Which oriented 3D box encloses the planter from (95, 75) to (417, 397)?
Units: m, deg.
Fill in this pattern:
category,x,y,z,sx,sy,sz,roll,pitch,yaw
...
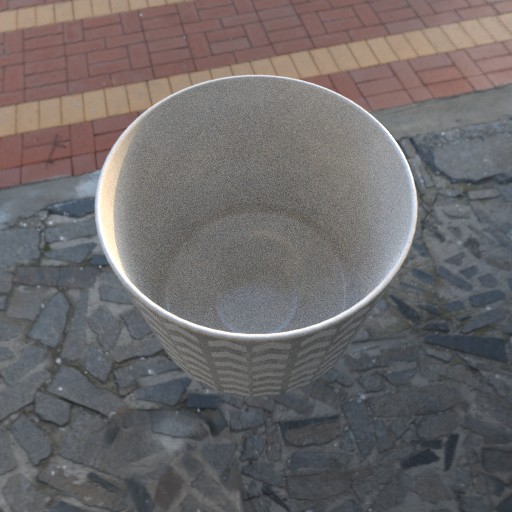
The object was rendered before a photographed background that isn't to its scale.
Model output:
category,x,y,z,sx,sy,sz,roll,pitch,yaw
planter,0.000,0.000,0.343,0.190,0.181,0.190,0,62,0
